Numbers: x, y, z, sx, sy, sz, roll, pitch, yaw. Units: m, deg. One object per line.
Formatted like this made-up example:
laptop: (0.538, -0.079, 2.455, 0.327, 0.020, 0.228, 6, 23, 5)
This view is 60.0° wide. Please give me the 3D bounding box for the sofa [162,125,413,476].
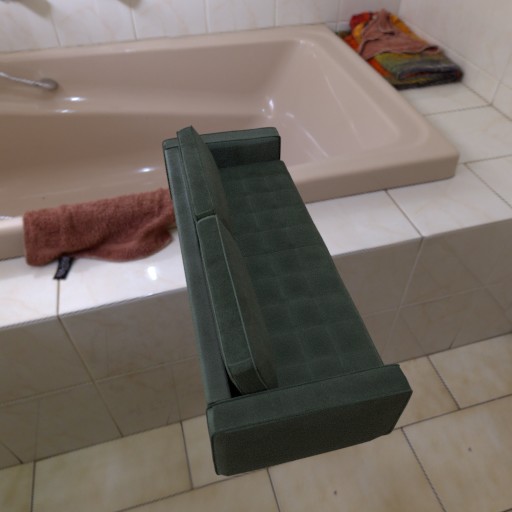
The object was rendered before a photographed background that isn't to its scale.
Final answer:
sofa: (0.000, 0.000, 2.636, 0.886, 0.781, 2.214, -10, 46, -9)
